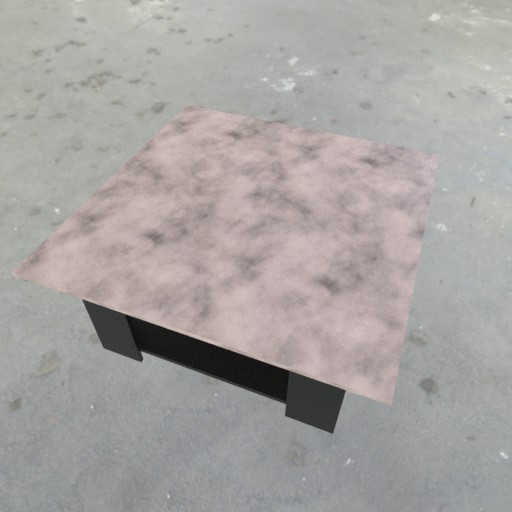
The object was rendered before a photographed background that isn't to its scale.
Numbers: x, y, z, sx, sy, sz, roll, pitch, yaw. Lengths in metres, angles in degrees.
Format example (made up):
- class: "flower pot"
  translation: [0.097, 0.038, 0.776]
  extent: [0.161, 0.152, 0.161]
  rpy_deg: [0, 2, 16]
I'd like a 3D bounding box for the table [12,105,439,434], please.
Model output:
- class: "table"
  translation: [0.000, 0.000, 1.027]
  extent: [0.670, 0.305, 0.670]
  rpy_deg: [16, 48, 15]
